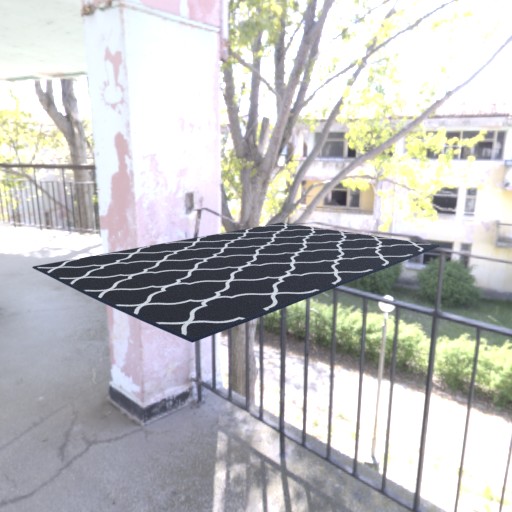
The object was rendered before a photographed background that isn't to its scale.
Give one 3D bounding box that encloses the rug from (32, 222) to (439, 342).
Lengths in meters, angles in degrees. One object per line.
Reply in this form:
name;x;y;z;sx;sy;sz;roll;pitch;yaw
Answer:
rug;0.000;0.000;2.920;1.526;0.014;2.290;12;18;42
